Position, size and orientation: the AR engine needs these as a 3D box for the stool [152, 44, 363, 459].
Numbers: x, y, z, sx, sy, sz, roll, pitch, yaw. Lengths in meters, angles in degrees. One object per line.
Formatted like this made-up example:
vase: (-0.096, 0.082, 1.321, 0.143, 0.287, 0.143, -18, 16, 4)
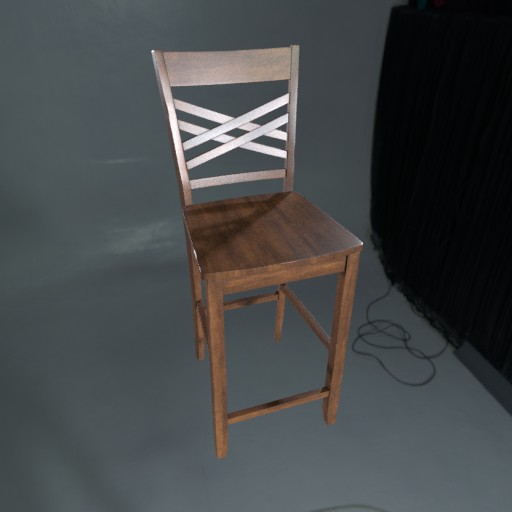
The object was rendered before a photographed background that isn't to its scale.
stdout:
stool: (0.000, 0.000, 1.330, 0.426, 1.098, 0.504, -10, 32, -16)
